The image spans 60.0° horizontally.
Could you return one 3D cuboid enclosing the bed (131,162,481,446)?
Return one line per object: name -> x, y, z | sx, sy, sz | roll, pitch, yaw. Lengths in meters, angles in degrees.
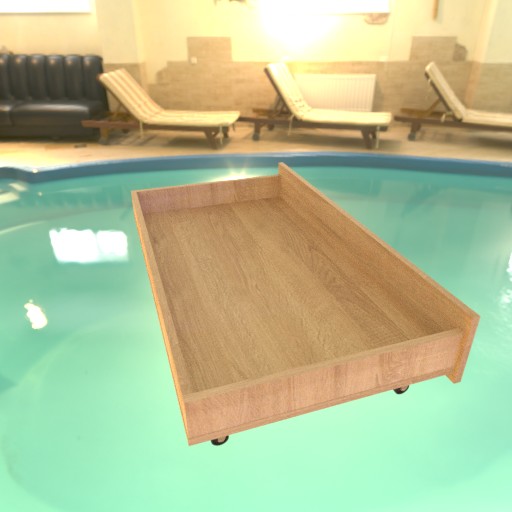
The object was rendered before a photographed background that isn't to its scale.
bed -> 0.000, 0.000, 1.448 | 0.685, 0.209, 1.200 | -9, 30, -16
